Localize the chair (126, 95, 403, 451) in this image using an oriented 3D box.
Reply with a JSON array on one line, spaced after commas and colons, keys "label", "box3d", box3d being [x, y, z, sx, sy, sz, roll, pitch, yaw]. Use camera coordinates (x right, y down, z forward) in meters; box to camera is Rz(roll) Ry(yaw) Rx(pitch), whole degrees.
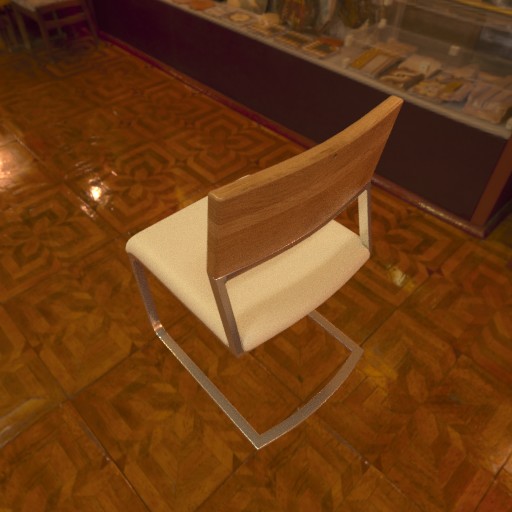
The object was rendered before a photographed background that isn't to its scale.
[{"label": "chair", "box3d": [0.000, 0.000, 1.156, 0.467, 0.844, 0.585, -33, 55, -27]}]
